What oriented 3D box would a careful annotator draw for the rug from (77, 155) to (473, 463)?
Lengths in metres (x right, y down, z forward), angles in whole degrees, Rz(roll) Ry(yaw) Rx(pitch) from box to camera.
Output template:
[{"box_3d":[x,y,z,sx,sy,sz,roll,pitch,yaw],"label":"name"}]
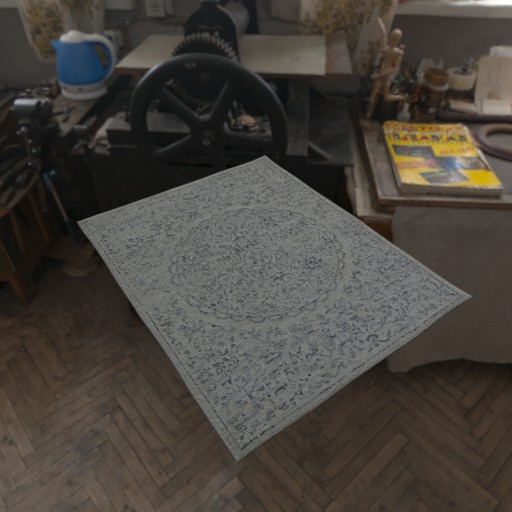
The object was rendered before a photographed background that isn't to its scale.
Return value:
[{"box_3d":[0.000,0.000,4.057,2.343,0.026,2.925,-25,47,-26],"label":"rug"}]
